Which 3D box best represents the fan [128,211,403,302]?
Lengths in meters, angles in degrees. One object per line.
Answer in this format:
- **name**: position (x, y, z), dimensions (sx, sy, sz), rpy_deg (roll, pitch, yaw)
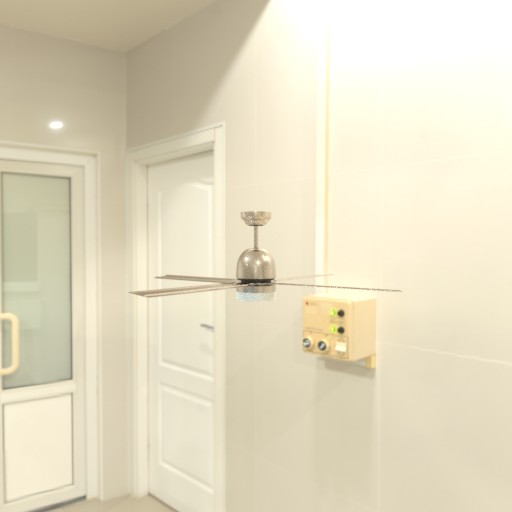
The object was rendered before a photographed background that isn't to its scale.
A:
- **fan**: position (0.000, 0.000, 2.074), dimensions (1.346, 0.406, 1.346), rpy_deg (1, 2, 36)
